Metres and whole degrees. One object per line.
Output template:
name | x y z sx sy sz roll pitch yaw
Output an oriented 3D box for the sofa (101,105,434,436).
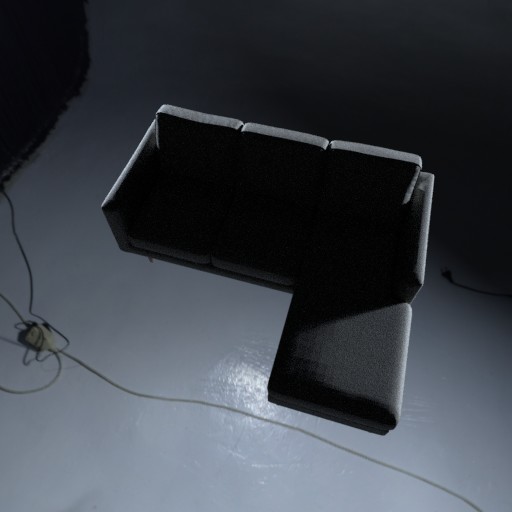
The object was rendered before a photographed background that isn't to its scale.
sofa | 0.000 0.000 2.908 2.055 0.957 1.667 14 58 9
